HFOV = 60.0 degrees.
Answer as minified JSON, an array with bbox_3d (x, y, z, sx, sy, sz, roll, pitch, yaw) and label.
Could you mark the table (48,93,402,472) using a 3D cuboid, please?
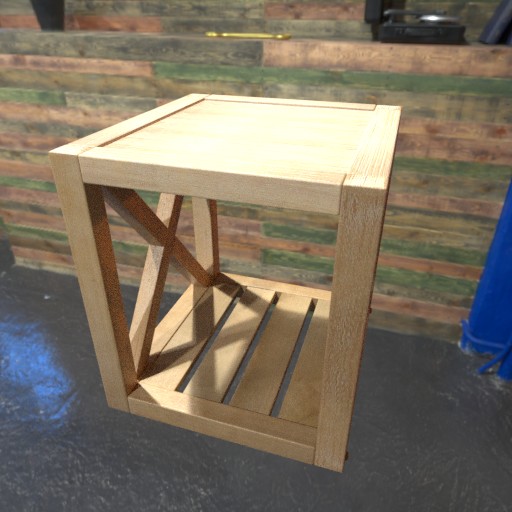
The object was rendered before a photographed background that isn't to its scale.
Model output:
[{"bbox_3d":[0.000,0.000,1.042,0.558,0.610,0.559,9,31,15],"label":"table"}]
